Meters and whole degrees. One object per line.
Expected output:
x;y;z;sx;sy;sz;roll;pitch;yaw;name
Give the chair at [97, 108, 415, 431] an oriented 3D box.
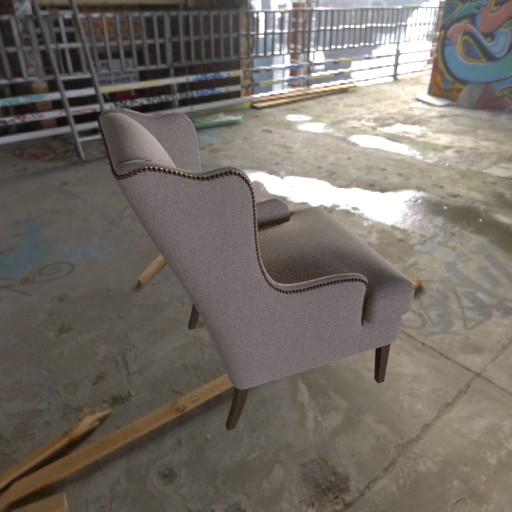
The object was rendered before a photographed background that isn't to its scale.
0.000;0.000;1.661;0.940;1.029;0.737;-11;32;-18;chair
